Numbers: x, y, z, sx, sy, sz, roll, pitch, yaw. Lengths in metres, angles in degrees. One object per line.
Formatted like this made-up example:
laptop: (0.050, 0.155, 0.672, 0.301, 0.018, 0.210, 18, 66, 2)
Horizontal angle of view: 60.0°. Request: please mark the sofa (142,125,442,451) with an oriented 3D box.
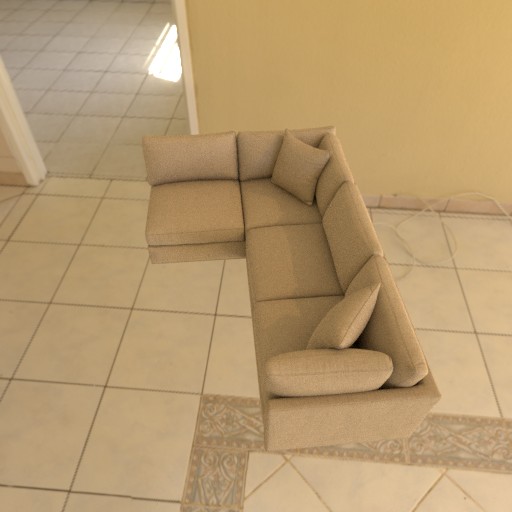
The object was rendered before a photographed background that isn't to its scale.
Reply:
sofa: (0.000, 0.000, 3.724, 1.994, 0.978, 2.896, -4, 47, -4)
